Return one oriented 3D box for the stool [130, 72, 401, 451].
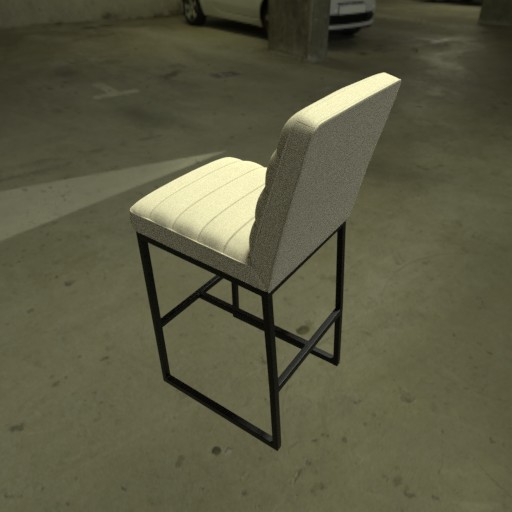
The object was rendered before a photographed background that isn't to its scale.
[{"bbox_3d":[0.000,0.000,1.337,0.560,1.040,0.460,21,39,28],"label":"stool"}]
